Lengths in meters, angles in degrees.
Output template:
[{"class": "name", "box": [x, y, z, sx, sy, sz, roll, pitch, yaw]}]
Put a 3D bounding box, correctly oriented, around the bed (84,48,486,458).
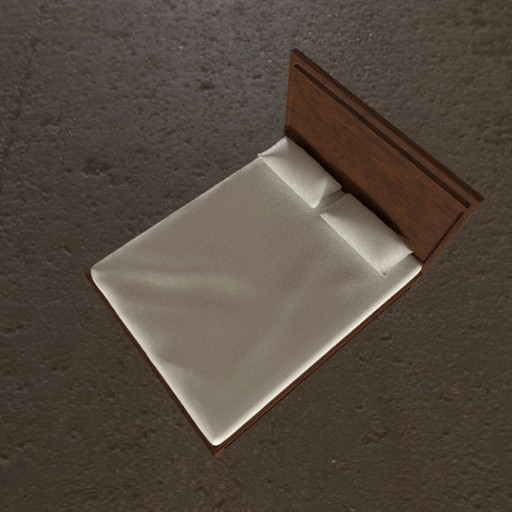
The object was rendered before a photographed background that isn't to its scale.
[{"class": "bed", "box": [0.000, 0.000, 3.384, 2.218, 1.487, 1.765, -36, 69, -16]}]
